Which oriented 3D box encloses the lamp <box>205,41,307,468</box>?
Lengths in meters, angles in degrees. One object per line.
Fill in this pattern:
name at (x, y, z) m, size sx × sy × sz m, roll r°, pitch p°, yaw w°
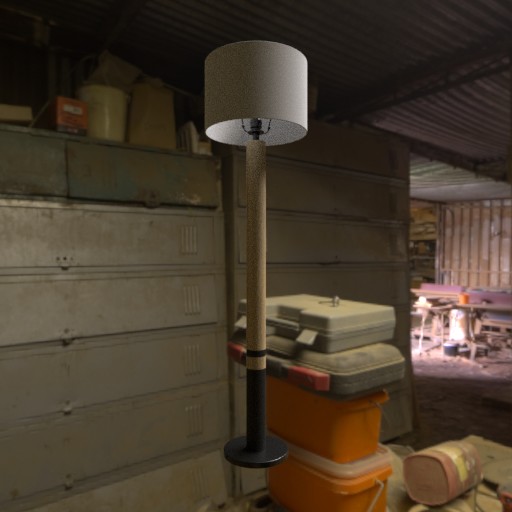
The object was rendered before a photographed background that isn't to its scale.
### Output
lamp at (0.000, 0.000, 1.662) m, size 0.381 × 1.478 × 0.381 m, roll 0°, pitch 0°, yaw -35°
